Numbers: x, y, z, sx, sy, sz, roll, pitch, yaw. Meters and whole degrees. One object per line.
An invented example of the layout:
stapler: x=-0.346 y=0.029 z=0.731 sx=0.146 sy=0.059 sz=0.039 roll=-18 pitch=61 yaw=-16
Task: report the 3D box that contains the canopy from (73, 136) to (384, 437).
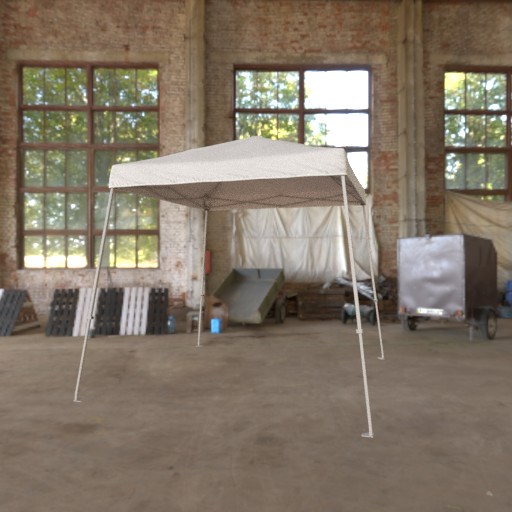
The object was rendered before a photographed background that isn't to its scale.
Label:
canopy: x=0.000 y=0.000 z=5.266 sx=2.848 sy=2.849 sz=2.849 roll=0 pitch=0 yaw=18
